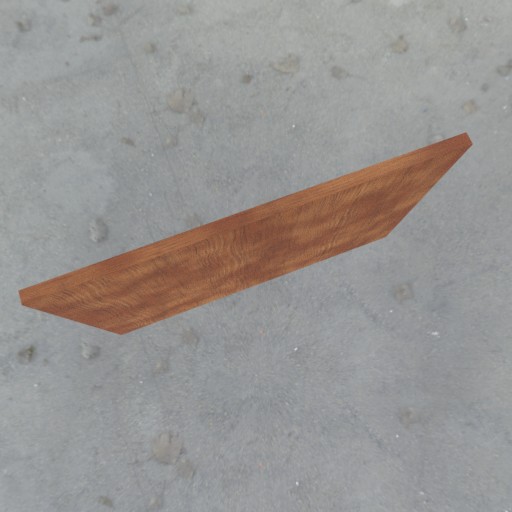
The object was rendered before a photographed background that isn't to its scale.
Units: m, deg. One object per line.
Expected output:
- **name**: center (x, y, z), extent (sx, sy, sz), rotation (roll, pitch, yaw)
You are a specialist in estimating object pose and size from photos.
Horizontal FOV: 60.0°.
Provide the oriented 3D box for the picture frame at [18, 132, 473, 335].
- **picture frame**: center (0.000, 0.000, 1.186), extent (0.950, 0.640, 0.029), rotation (-20, 76, -5)
